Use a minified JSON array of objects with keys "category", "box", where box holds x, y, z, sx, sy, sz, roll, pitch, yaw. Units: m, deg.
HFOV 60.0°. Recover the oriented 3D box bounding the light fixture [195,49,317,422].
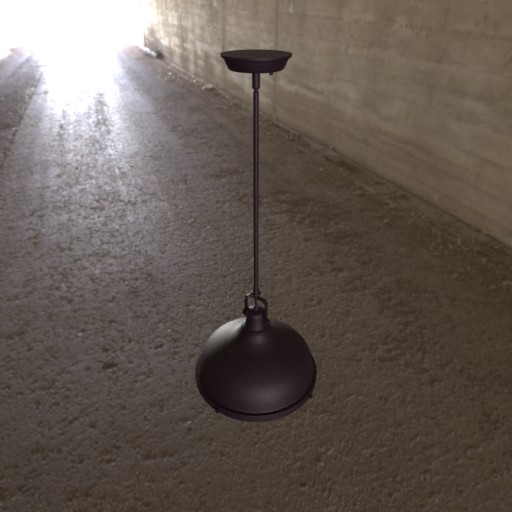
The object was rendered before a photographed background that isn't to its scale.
[{"category":"light fixture","box":[0.000,0.000,1.015,0.341,0.849,0.341,19,36,29]}]
